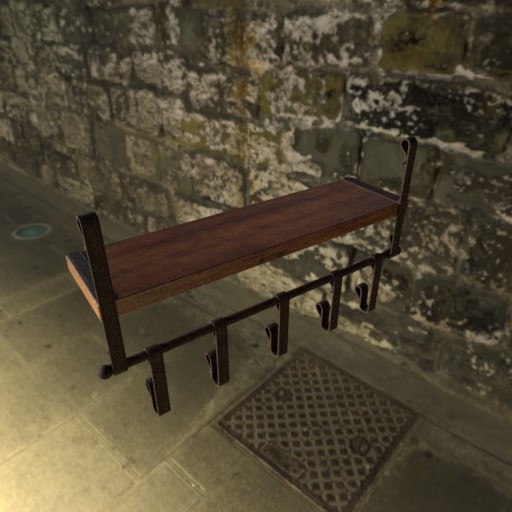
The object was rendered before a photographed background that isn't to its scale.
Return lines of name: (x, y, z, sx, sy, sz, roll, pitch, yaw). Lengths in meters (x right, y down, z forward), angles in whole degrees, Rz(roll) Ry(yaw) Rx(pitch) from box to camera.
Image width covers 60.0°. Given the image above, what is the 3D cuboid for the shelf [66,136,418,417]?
shelf: (0.000, 0.000, 0.712, 0.567, 0.330, 0.146, -19, 35, -29)
